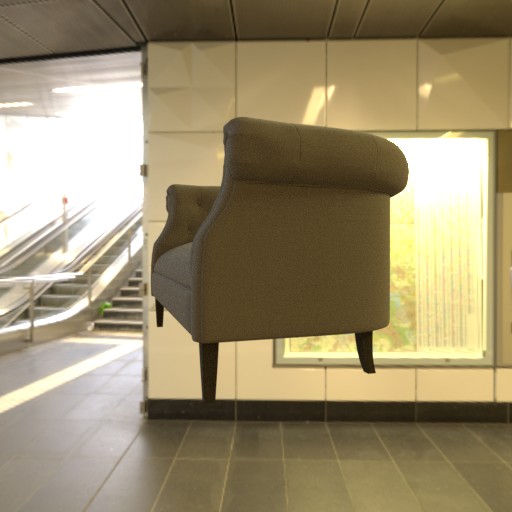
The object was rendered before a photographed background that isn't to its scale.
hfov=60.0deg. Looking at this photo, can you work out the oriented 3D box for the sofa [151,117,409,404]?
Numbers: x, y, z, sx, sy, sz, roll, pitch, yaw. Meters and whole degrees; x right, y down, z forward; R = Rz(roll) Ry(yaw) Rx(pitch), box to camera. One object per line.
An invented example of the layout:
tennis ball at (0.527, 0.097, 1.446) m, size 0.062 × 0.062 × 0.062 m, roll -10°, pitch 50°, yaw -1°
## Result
sofa at (0.000, 0.000, 2.029) m, size 0.835 × 0.827 × 1.558 m, roll 0°, pitch 1°, yaw -18°
